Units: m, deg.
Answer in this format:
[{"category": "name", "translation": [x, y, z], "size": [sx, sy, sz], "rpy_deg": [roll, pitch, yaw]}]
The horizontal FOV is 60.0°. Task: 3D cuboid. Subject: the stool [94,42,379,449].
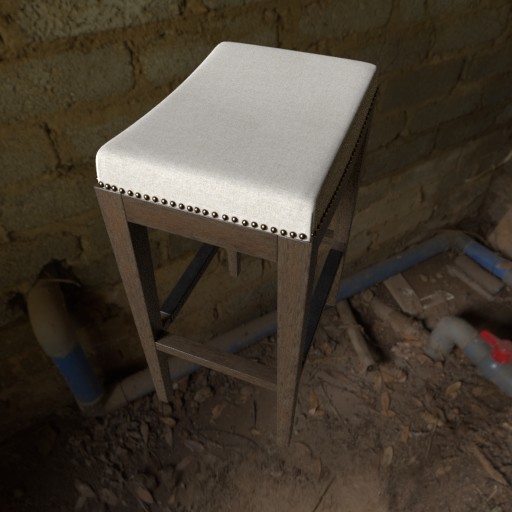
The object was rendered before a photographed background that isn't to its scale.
[{"category": "stool", "translation": [0.000, 0.000, 1.017], "size": [0.358, 0.759, 0.498], "rpy_deg": [16, 48, 14]}]
